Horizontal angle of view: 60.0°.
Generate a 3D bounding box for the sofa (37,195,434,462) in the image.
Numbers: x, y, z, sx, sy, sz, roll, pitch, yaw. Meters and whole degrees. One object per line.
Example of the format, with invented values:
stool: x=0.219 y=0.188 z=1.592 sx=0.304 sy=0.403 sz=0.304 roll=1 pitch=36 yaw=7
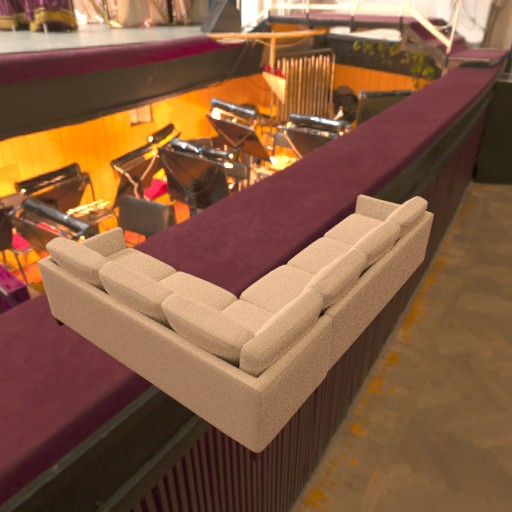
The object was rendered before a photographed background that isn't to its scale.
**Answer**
sofa: x=0.000 y=0.000 z=4.605 sx=2.593 sy=0.947 sz=3.302 roll=21 pitch=37 yaw=32
